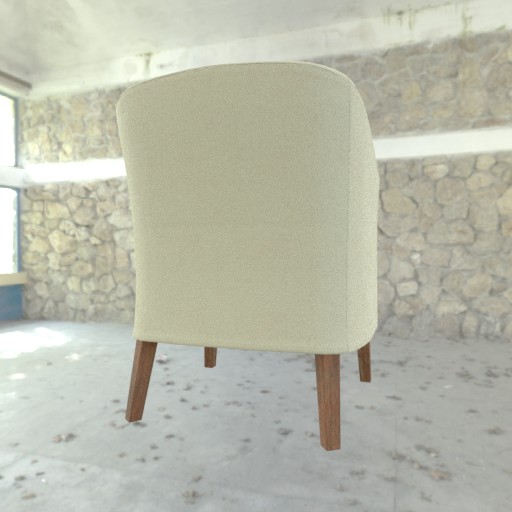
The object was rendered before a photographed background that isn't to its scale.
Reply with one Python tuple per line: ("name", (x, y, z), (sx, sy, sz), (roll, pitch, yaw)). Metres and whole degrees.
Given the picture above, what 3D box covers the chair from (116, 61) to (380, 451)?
("chair", (0.000, 0.000, 1.254), (0.643, 0.822, 0.657), (0, 1, 19))
